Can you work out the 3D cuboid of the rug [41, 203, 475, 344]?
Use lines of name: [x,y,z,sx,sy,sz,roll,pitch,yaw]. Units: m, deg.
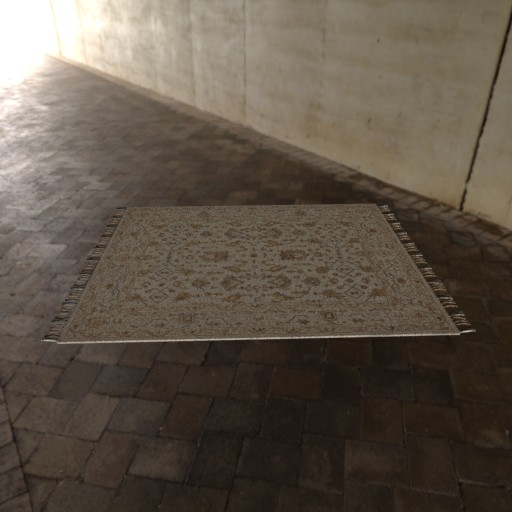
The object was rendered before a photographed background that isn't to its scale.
rug: [0.000,0.000,2.291,1.726,0.009,1.278,-1,31,-2]
